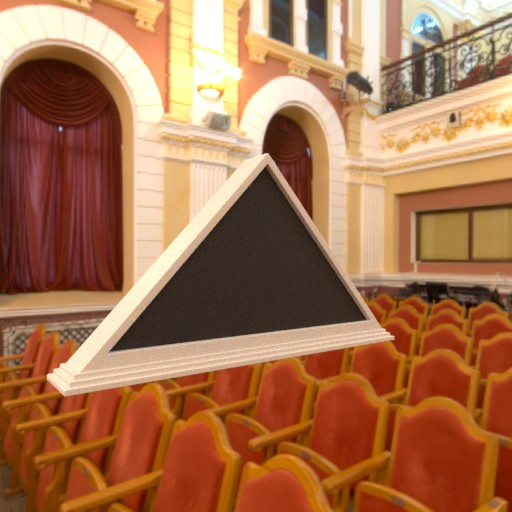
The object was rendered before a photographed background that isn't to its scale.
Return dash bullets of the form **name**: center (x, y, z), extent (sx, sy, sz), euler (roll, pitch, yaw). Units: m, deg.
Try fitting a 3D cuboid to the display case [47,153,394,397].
- **display case**: center (0.000, 0.000, 0.759), extent (0.640, 0.340, 0.095), euler (0, -1, -37)
